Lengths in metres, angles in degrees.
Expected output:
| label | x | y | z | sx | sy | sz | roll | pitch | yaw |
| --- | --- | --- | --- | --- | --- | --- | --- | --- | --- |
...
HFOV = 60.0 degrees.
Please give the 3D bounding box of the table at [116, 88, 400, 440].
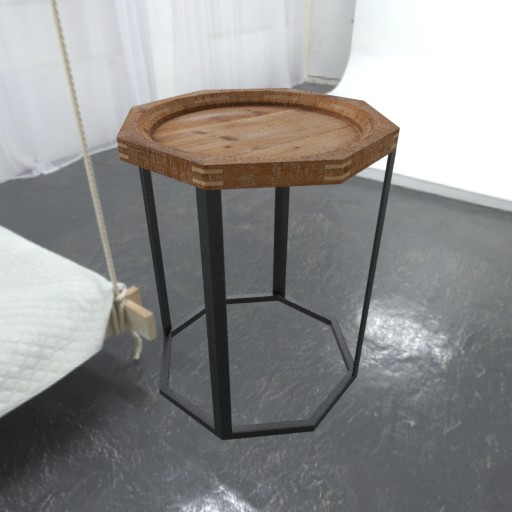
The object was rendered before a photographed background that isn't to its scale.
| label | x | y | z | sx | sy | sz | roll | pitch | yaw |
| --- | --- | --- | --- | --- | --- | --- | --- | --- | --- |
| table | 0.000 | 0.000 | 0.875 | 0.458 | 0.543 | 0.458 | 9 | 33 | 14 |
